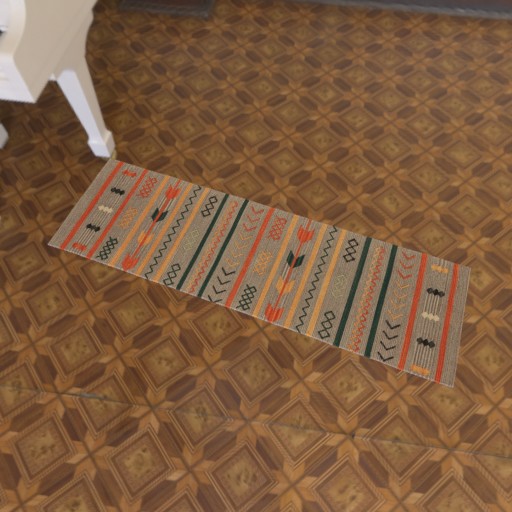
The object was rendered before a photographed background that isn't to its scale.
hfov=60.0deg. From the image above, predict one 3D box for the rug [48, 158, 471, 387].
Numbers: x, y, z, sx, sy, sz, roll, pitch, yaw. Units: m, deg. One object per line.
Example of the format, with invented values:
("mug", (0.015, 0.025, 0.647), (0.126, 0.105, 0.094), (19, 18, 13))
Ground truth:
("rug", (0.000, 0.000, 2.638), (2.419, 0.022, 0.744), (18, 61, 10))
